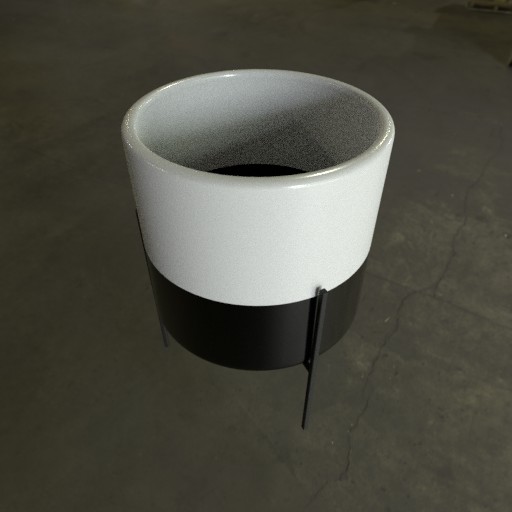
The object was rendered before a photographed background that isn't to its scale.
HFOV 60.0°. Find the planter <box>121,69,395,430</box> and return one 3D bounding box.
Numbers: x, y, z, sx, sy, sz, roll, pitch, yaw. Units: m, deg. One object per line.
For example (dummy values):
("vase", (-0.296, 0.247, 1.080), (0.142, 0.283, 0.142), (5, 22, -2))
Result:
("planter", (0.000, 0.000, 0.639), (0.310, 0.432, 0.310), (12, 43, 14))
